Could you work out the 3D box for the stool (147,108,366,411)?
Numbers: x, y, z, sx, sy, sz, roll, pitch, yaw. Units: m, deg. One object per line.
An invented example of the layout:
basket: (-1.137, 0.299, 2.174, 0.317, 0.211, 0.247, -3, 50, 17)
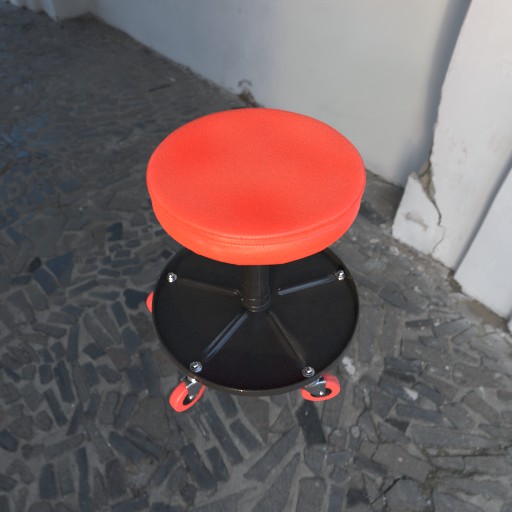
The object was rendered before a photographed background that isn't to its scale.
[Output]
stool: (0.000, 0.000, 0.690, 0.381, 0.365, 0.382, -18, 50, -16)
